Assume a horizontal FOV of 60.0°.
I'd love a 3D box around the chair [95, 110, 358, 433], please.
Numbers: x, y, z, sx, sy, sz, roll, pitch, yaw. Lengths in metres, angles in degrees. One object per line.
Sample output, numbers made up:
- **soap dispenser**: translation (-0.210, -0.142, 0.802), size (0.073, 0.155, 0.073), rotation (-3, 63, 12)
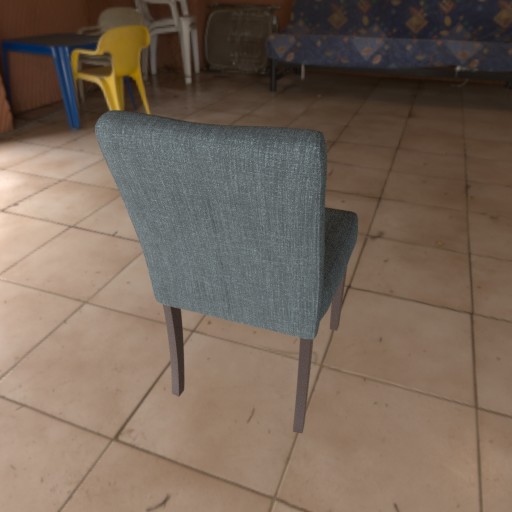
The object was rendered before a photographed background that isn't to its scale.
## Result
- **chair**: translation (0.000, 0.000, 1.236), size (0.487, 0.884, 0.629), rotation (11, 34, 17)
